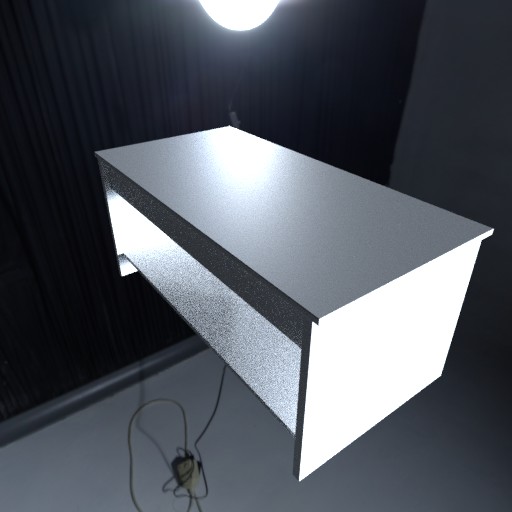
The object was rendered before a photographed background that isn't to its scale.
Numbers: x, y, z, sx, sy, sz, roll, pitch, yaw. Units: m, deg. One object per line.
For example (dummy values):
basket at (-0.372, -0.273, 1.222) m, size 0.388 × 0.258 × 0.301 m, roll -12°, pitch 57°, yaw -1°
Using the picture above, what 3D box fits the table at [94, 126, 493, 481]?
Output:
table at (0.000, 0.000, 1.259) m, size 0.500 × 0.441 × 1.000 m, roll -21°, pitch 37°, yaw -31°
